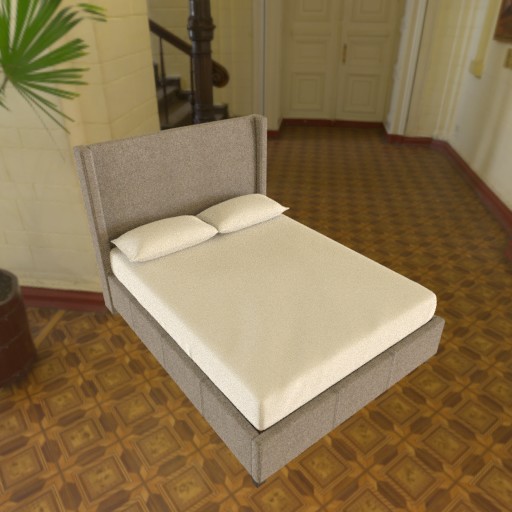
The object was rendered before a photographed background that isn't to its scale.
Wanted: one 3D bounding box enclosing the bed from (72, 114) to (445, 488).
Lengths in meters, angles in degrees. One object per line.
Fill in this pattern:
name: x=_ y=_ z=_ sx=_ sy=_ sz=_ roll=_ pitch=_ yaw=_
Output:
bed: x=0.000 y=0.000 z=3.329 sx=1.714 sy=1.481 sz=2.245 roll=-21 pitch=37 yaw=-32
